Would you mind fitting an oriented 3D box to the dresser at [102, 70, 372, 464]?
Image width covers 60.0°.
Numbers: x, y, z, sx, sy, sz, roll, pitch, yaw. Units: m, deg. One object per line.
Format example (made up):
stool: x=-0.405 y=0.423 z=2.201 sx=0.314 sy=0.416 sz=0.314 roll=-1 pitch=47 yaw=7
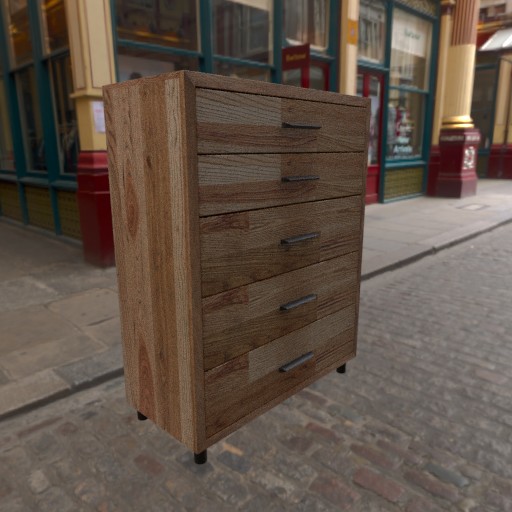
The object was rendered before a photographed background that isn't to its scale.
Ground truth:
dresser: x=0.000 y=0.000 z=1.783 sx=0.480 sy=1.243 sz=0.966 roll=13 pitch=19 yaw=42
